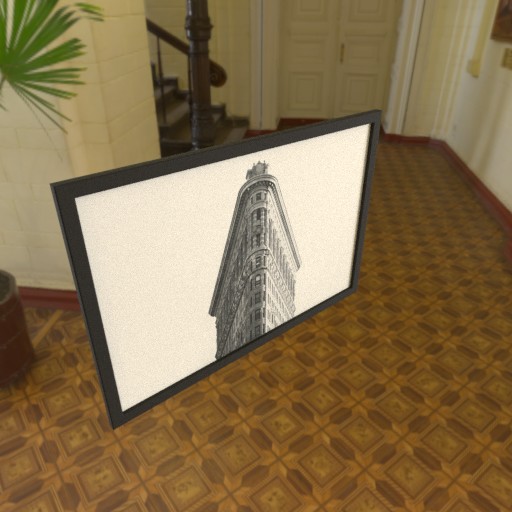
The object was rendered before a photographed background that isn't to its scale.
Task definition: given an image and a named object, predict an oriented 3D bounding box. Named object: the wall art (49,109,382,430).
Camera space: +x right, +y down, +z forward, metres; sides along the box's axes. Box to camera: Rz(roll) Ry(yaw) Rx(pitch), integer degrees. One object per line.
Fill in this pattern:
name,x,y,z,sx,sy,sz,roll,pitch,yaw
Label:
wall art,0.000,0.000,1.236,0.964,0.659,0.049,-22,37,-32
